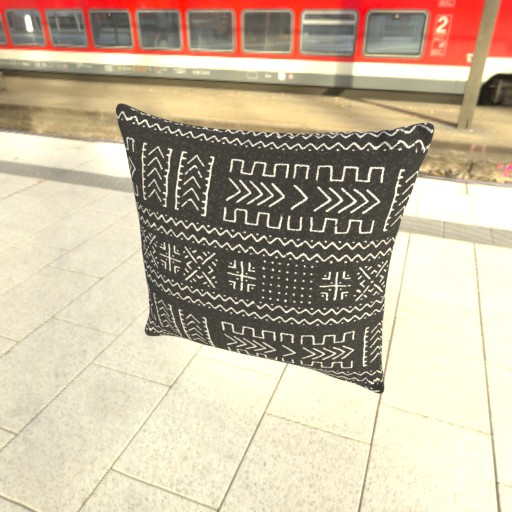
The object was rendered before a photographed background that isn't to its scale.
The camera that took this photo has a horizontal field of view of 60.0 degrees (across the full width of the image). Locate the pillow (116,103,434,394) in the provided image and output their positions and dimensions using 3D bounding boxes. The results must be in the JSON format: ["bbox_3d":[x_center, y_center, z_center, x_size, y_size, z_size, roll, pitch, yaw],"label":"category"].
[{"bbox_3d":[0.000,0.000,0.676,0.438,0.430,0.164,10,31,16],"label":"pillow"}]
